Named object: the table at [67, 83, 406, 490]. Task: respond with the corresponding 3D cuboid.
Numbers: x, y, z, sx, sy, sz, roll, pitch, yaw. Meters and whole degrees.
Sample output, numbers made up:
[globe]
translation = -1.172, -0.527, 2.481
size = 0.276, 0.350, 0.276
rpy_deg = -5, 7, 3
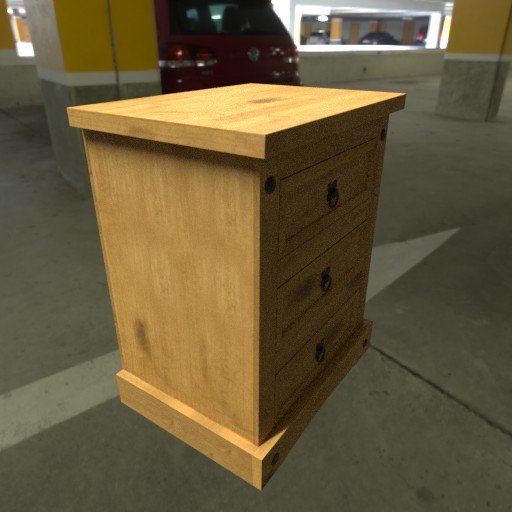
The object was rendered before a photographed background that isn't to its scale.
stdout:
[table]
translation = 0.000, 0.000, 1.215
size = 0.500, 0.813, 0.660
rpy_deg = 17, 31, 31
